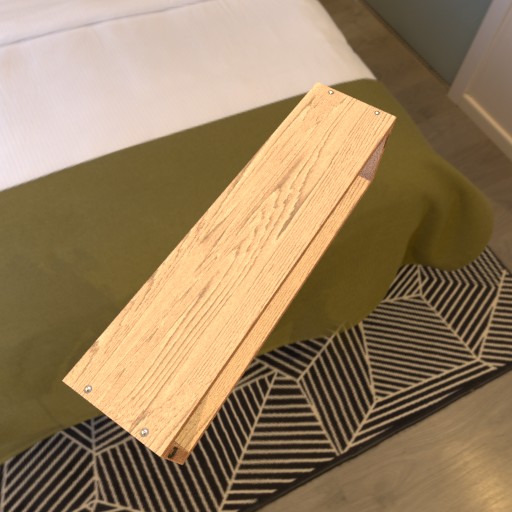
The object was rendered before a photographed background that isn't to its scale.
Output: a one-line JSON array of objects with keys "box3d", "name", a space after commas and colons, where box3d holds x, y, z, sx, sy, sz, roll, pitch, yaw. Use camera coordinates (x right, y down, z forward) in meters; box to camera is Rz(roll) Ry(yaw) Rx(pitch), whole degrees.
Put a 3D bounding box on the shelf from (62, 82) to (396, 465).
[{"box3d": [0.000, 0.000, 0.702, 0.150, 0.170, 0.610, 30, 66, 15], "name": "shelf"}]
